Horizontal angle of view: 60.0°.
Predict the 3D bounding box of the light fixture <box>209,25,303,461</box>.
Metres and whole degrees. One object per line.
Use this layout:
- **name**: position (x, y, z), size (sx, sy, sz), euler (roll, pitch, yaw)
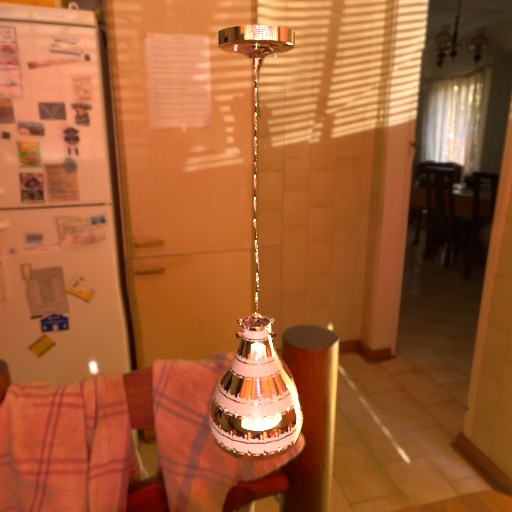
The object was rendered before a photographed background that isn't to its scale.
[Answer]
- **light fixture**: position (0.000, 0.000, 1.598), size (0.374, 1.457, 0.374), euler (-15, 21, -43)
